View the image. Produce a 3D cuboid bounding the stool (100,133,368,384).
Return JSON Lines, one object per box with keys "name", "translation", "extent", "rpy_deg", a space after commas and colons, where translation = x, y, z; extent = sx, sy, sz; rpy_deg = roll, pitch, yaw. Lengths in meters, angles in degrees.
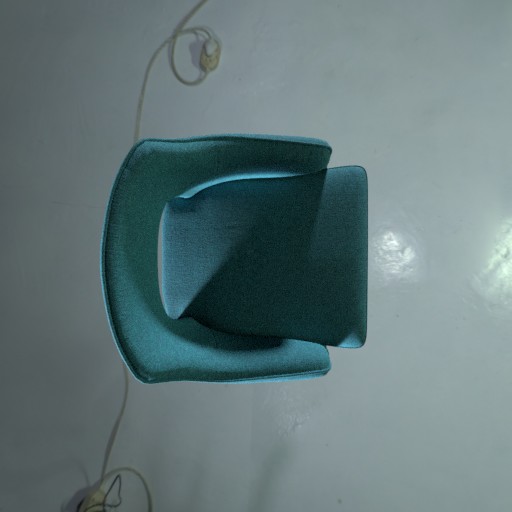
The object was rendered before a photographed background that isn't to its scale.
{"name": "stool", "translation": [0.000, 0.000, 1.244], "extent": [0.556, 0.961, 0.548], "rpy_deg": [0, 91, 0]}
